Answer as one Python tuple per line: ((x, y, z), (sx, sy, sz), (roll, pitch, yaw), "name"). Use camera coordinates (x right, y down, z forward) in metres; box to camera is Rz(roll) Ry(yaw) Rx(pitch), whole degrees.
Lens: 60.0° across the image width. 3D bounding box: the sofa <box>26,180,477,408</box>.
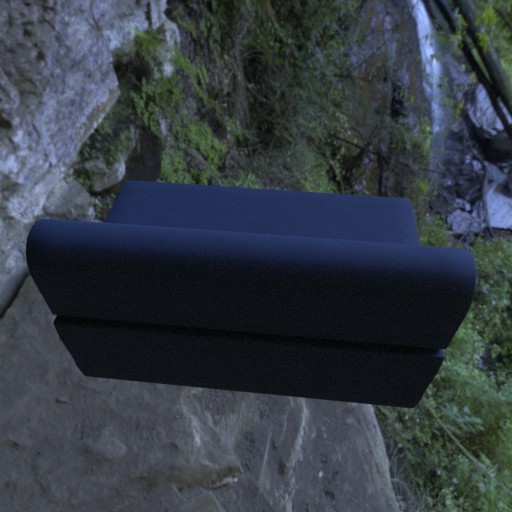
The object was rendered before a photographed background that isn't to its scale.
((0.000, 0.000, 1.615), (1.219, 0.660, 0.762), (4, 46, 4), "sofa")
